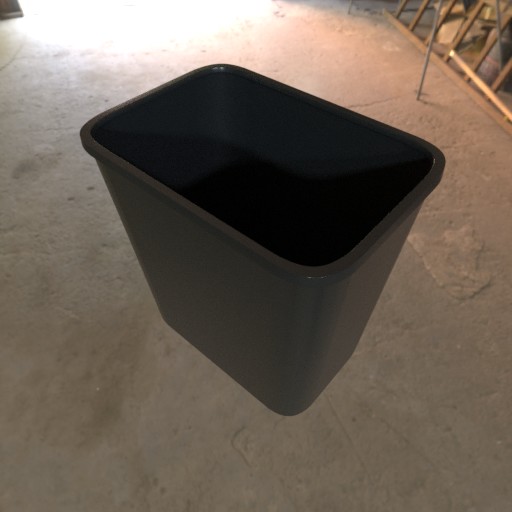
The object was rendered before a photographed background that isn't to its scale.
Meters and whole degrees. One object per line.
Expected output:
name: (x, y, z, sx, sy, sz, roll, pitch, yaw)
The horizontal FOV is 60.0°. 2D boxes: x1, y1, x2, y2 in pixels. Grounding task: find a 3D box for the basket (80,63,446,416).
basket: (0.000, 0.000, 0.516, 0.300, 0.307, 0.211, 33, 55, 26)
